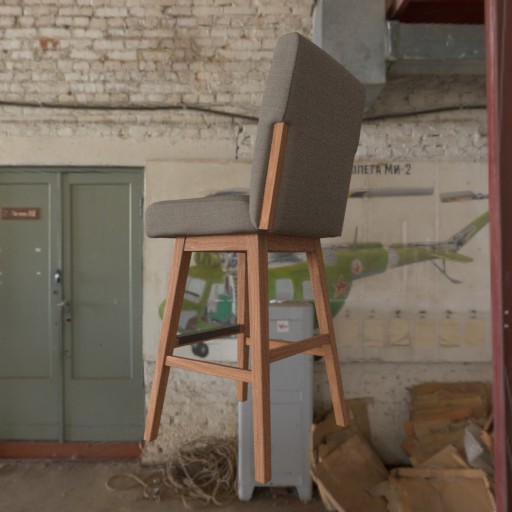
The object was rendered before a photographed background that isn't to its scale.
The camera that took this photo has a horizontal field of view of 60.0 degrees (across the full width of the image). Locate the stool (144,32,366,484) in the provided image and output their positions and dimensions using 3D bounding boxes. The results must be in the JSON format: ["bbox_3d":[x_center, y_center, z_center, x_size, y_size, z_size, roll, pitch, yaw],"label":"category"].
[{"bbox_3d":[0.000,0.000,1.389,0.570,1.112,0.483,0,0,36],"label":"stool"}]
